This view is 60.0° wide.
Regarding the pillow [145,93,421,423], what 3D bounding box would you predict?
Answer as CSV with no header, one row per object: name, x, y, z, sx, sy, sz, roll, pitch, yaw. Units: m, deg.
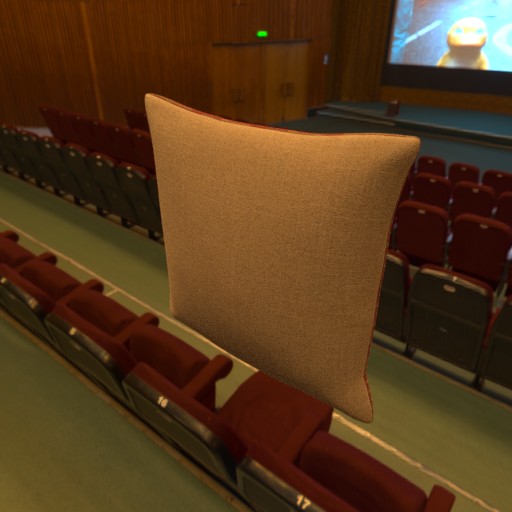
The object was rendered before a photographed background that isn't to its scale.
pillow,0.000,0.000,0.788,0.511,0.503,0.182,22,36,33
